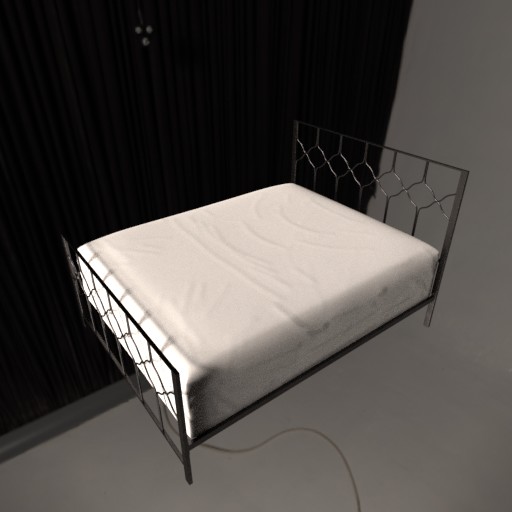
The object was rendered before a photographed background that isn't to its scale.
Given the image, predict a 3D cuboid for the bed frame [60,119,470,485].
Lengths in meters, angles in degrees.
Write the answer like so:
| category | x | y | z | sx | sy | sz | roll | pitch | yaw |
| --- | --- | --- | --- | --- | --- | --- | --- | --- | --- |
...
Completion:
| category | x | y | z | sx | sy | sz | roll | pitch | yaw |
| --- | --- | --- | --- | --- | --- | --- | --- | --- | --- |
| bed frame | 0.000 | 0.000 | 3.028 | 2.063 | 1.222 | 1.597 | -21 | 37 | -31 |
